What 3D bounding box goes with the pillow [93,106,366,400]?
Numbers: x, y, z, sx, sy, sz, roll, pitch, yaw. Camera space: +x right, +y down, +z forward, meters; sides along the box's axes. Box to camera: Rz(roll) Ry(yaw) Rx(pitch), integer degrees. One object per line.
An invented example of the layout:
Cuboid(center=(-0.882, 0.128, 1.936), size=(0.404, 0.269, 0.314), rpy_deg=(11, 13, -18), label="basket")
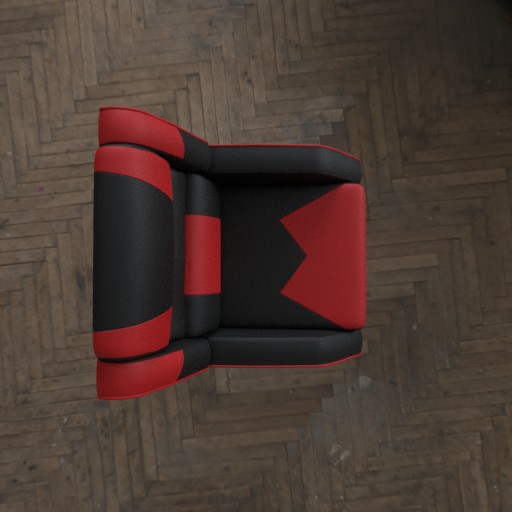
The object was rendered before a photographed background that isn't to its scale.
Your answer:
Cuboid(center=(0.000, 0.000, 1.276), size=(0.672, 0.805, 0.620), rpy_deg=(0, 89, 0), label="pillow")
